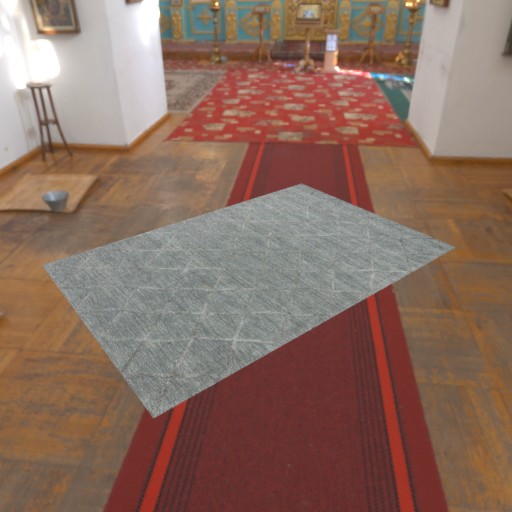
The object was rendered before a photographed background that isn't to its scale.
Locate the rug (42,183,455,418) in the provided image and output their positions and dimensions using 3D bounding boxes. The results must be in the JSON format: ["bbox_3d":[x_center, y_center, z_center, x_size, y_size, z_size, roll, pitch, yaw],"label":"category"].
[{"bbox_3d":[0.000,0.000,2.933,2.283,0.006,1.521,-22,37,-33],"label":"rug"}]
